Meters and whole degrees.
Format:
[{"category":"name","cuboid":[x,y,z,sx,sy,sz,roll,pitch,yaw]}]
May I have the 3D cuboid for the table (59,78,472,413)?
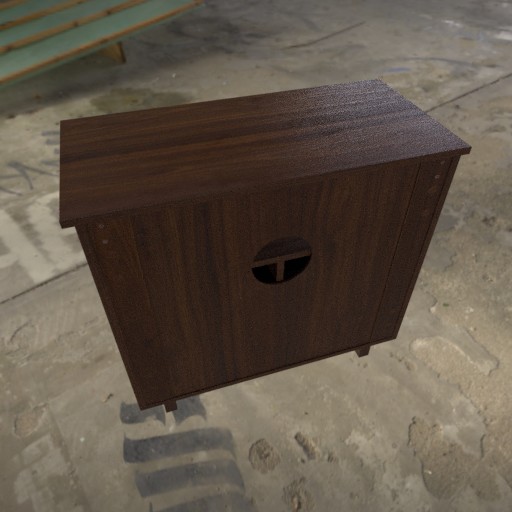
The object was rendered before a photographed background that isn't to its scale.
[{"category":"table","cuboid":[0.000,0.000,1.197,0.802,0.725,0.390,-12,44,-13]}]
